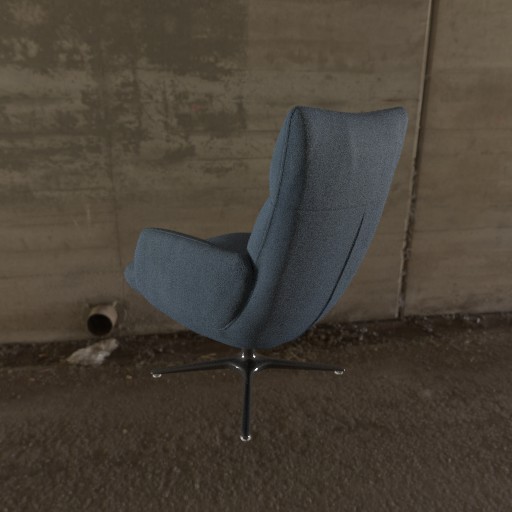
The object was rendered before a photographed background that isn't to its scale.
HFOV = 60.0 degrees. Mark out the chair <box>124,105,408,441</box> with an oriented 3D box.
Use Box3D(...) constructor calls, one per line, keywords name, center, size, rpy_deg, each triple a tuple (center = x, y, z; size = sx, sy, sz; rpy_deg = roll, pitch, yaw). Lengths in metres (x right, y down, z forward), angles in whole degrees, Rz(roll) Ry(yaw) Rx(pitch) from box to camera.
Box3D(name="chair", center=(0.000, 0.000, 1.591), size=(0.889, 1.016, 0.711), rpy_deg=(17, 25, 42))
